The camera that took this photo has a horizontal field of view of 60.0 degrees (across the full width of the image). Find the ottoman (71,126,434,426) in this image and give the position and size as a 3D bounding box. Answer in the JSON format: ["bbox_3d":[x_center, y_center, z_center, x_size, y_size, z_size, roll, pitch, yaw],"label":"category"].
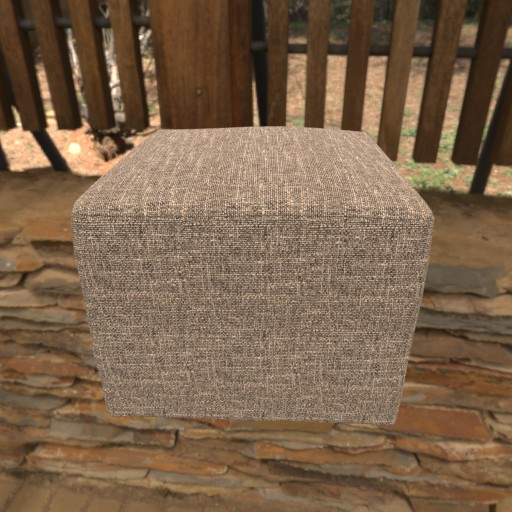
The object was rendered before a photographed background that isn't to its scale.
[{"bbox_3d":[0.000,0.000,0.903,0.512,0.453,0.521,1,28,2],"label":"ottoman"}]
